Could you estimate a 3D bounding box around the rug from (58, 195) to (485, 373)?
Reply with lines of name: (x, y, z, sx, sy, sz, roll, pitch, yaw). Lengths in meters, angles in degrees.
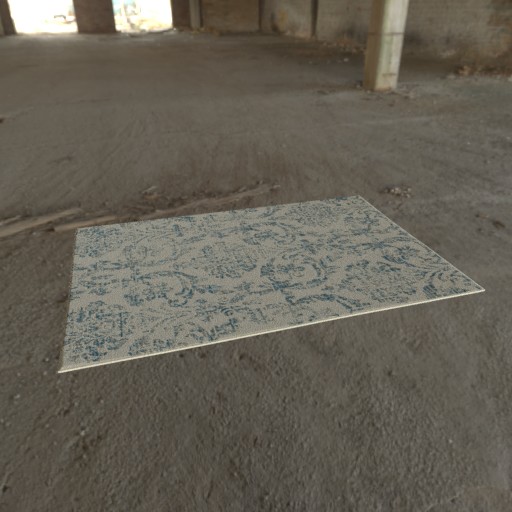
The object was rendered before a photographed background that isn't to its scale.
rug: (0.000, 0.000, 2.306, 1.831, 0.012, 1.213, -8, 31, -14)
